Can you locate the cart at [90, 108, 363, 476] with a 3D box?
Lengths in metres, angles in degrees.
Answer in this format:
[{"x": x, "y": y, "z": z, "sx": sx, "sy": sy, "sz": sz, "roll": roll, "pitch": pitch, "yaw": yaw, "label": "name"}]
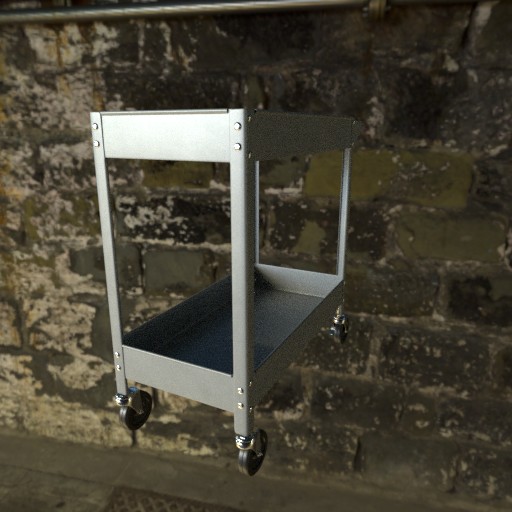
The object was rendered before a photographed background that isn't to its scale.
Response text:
[{"x": 0.000, "y": 0.000, "z": 1.190, "sx": 0.366, "sy": 0.719, "sz": 0.779, "roll": 8, "pitch": 18, "yaw": 26, "label": "cart"}]
